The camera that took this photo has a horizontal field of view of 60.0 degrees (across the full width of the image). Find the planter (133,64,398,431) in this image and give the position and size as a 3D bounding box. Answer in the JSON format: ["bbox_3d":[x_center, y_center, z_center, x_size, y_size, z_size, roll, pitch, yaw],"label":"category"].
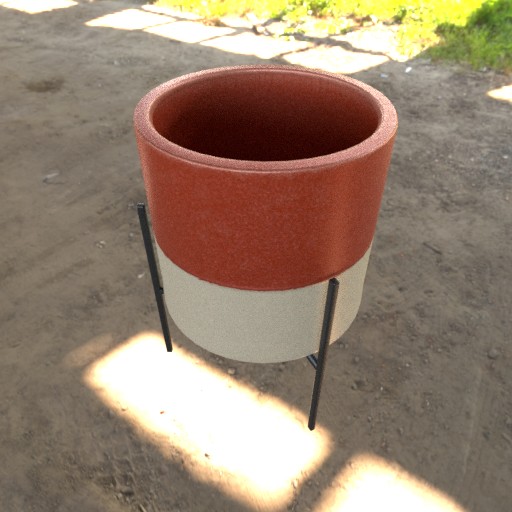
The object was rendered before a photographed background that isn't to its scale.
[{"bbox_3d":[0.000,0.000,0.511,0.251,0.354,0.235,1,40,1],"label":"planter"}]
